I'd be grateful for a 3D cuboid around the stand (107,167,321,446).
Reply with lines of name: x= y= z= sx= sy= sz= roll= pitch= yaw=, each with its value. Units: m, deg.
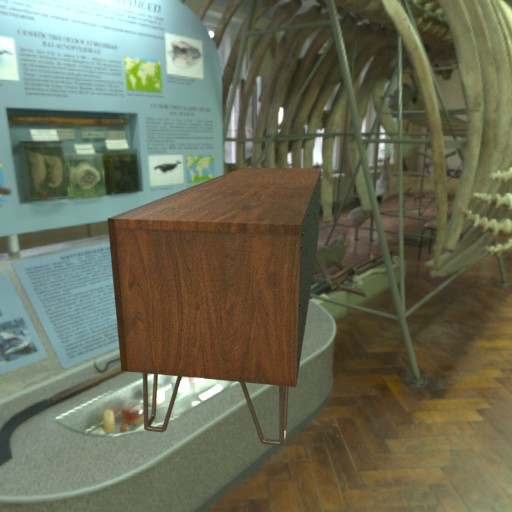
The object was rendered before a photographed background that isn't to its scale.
stand: x=0.000 y=0.000 z=1.869 sx=0.481 sy=0.610 sz=1.626 roll=3 pitch=16 yaw=9
